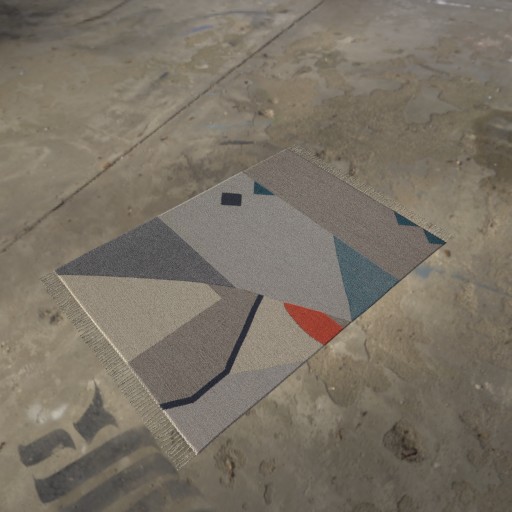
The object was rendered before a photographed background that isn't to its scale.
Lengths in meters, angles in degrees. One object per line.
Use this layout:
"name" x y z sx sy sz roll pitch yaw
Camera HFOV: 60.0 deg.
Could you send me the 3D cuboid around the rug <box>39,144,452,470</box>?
"rug" 0.000 0.000 2.314 1.828 0.005 1.220 -33 55 -27
